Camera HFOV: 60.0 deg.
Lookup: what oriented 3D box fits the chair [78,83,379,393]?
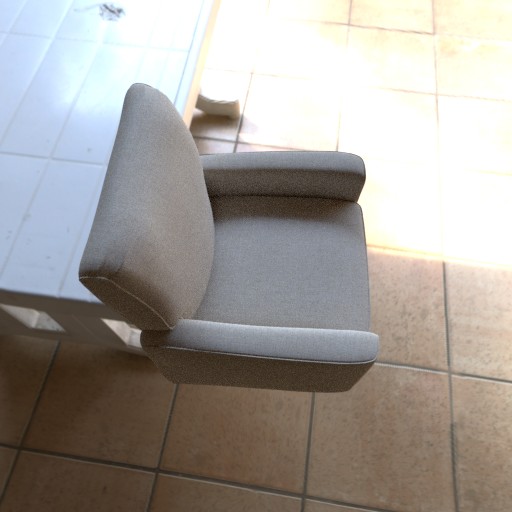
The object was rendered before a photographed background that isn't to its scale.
[{"bbox_3d":[0.000,0.000,1.635,0.859,1.023,0.845,3,62,1],"label":"chair"}]
